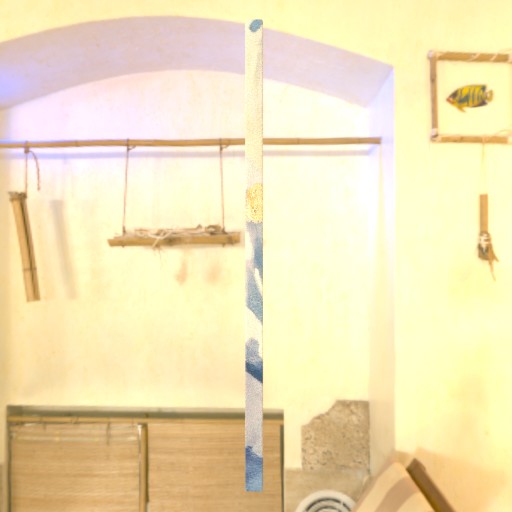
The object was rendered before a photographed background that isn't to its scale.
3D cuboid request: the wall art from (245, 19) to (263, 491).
[{"bbox_3d":[0.000,0.000,1.330,0.038,1.015,0.761,0,-1,1],"label":"wall art"}]
